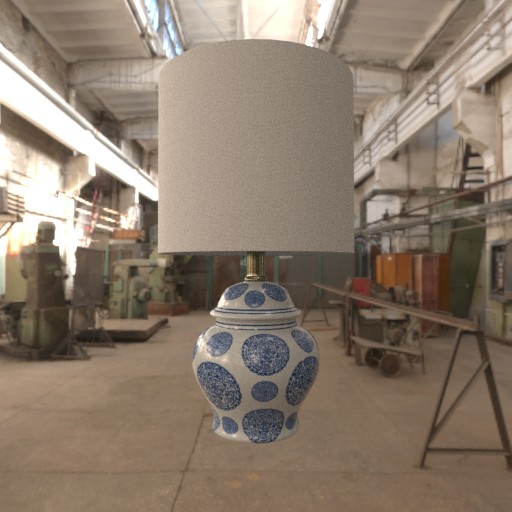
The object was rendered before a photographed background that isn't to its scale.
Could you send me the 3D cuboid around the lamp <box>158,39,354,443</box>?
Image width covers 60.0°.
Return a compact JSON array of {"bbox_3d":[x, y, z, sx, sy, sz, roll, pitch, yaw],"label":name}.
[{"bbox_3d":[0.000,0.000,0.496,0.215,0.381,0.215,0,-1,2],"label":"lamp"}]
